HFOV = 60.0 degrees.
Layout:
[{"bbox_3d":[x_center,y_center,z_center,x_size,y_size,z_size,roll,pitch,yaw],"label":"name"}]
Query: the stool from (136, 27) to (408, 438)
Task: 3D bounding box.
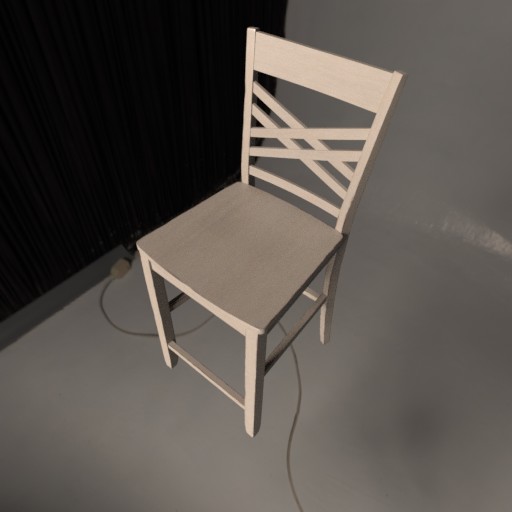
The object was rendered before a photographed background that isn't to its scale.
[{"bbox_3d":[0.000,0.000,1.340,0.462,1.079,0.539,31,53,27],"label":"stool"}]
